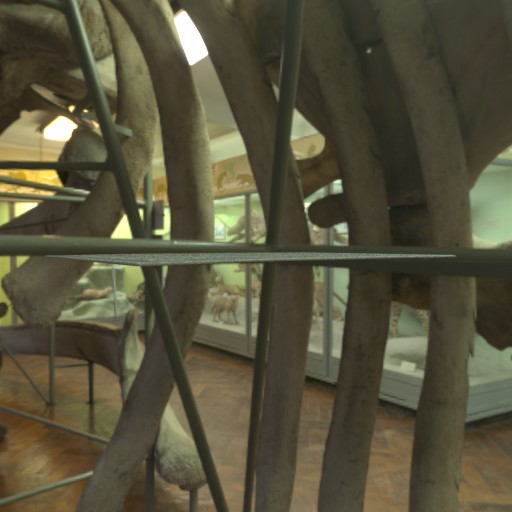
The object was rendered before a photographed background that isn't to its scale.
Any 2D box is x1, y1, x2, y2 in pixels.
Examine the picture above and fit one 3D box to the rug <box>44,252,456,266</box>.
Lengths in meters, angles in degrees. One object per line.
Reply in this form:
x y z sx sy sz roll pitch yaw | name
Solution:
0.000 0.000 2.352 1.830 0.016 1.224 -1 2 -37 | rug
